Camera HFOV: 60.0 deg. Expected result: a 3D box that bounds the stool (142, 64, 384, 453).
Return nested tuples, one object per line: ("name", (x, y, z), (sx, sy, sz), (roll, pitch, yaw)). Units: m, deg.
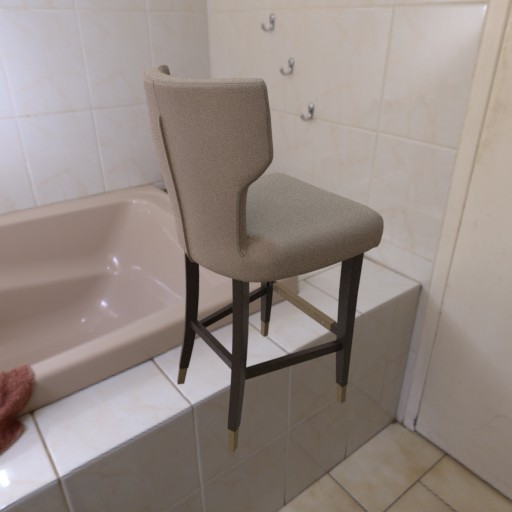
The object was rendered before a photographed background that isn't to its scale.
("stool", (0.000, 0.000, 1.387), (0.563, 1.092, 0.526), (-18, 33, -31))
